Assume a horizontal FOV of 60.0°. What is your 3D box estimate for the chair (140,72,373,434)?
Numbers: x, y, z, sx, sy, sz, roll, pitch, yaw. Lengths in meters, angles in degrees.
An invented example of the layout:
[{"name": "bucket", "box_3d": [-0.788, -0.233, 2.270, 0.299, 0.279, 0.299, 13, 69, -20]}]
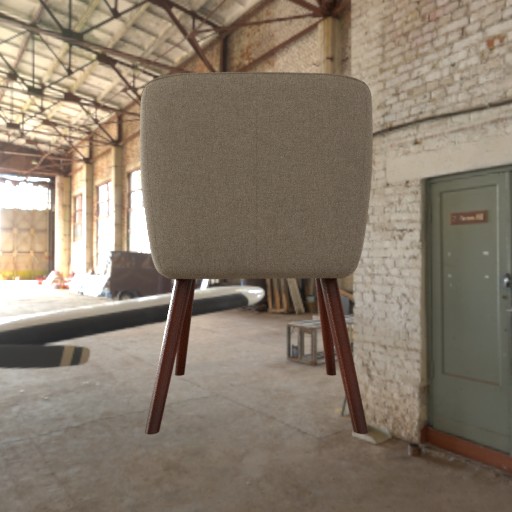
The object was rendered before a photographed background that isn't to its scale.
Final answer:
[{"name": "chair", "box_3d": [0.000, 0.000, 1.264, 0.610, 0.813, 0.610, 0, -1, 0]}]
